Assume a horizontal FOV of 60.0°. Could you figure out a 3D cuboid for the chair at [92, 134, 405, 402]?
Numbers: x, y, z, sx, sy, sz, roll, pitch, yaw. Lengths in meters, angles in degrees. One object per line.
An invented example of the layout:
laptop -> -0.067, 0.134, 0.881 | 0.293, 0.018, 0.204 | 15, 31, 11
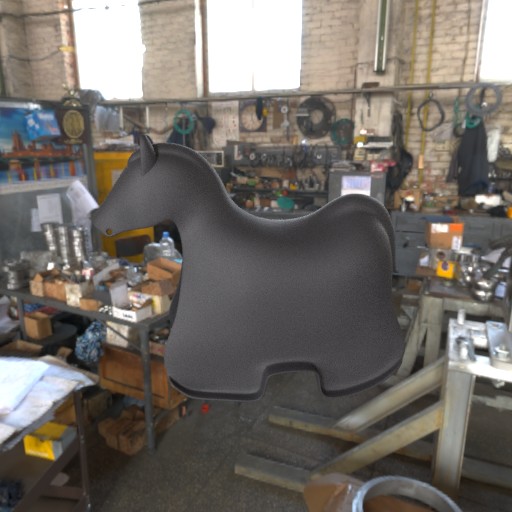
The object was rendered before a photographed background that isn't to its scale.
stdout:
chair -> 0.000, 0.000, 1.162 | 0.800, 0.612, 0.429 | -2, 15, -8
